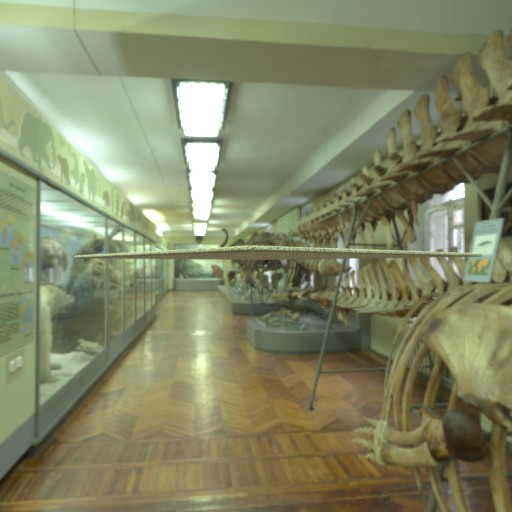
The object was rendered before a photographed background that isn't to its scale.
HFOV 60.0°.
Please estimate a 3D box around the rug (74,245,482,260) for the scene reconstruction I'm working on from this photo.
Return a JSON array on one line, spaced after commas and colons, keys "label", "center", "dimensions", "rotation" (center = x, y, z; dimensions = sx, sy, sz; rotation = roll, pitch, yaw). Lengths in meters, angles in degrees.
[{"label": "rug", "center": [0.000, 0.000, 4.147], "dimensions": [2.438, 0.029, 3.047], "rotation": [1, -1, -38]}]
